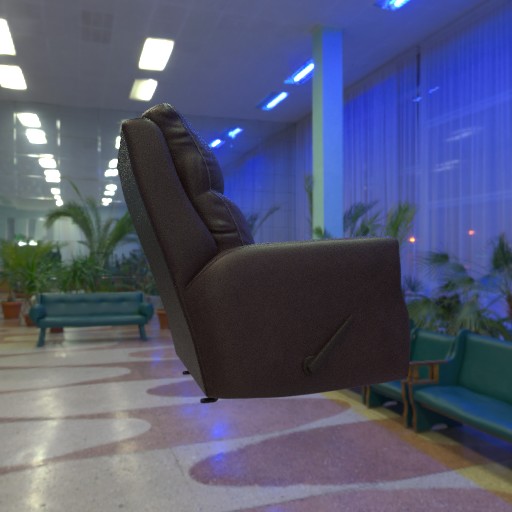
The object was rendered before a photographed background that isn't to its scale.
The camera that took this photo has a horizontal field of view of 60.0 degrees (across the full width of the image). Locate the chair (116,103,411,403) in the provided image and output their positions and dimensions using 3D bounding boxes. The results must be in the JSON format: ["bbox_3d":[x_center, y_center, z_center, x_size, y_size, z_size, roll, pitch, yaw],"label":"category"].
[{"bbox_3d":[0.000,0.000,1.821,1.080,1.030,0.829,0,0,-19],"label":"chair"}]
